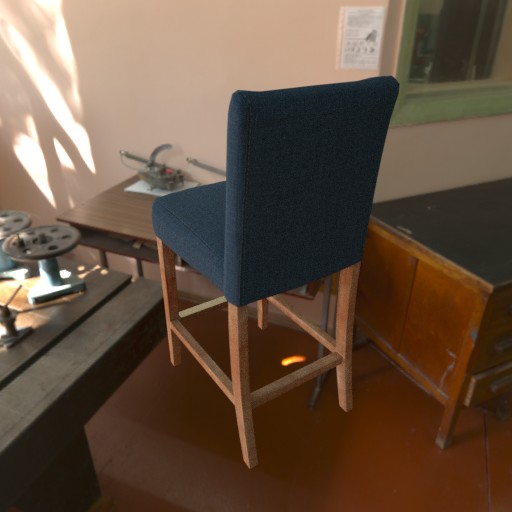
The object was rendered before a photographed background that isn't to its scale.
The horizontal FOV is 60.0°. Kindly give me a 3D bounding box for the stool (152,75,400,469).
[{"bbox_3d":[0.000,0.000,1.336,0.454,1.039,0.567,-18,34,-29],"label":"stool"}]
